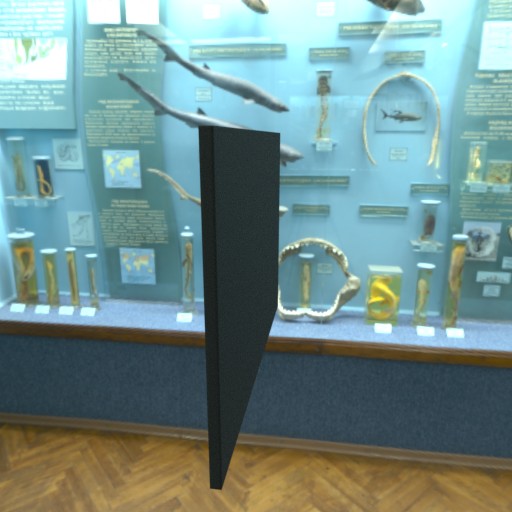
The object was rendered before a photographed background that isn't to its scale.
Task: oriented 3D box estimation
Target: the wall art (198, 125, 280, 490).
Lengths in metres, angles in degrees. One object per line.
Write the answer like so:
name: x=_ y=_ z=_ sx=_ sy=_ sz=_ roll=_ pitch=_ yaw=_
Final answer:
wall art: x=0.000 y=0.000 z=1.206 sx=0.026 sy=0.656 sz=0.958 roll=2 pitch=15 yaw=9
